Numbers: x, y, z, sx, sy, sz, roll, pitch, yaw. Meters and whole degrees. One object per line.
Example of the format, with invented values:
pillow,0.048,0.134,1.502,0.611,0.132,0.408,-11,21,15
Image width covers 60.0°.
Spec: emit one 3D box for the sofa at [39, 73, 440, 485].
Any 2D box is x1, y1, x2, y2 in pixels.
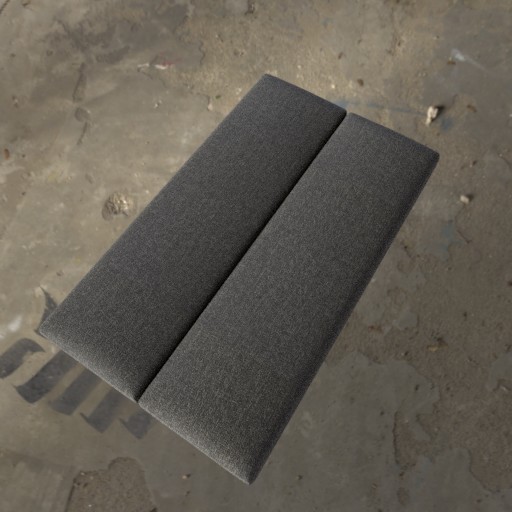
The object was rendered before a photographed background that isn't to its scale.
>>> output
sofa,0.000,0.000,1.552,0.782,0.417,1.198,30,68,14
